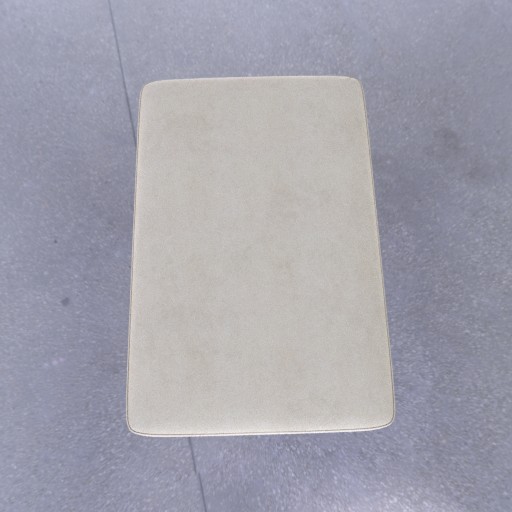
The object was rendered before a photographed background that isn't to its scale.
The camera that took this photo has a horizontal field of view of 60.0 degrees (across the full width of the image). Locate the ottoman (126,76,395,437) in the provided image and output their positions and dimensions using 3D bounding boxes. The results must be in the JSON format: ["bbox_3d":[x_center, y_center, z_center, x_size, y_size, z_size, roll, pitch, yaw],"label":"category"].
[{"bbox_3d":[0.000,0.000,1.189,0.584,0.483,0.864,-2,76,0],"label":"ottoman"}]
